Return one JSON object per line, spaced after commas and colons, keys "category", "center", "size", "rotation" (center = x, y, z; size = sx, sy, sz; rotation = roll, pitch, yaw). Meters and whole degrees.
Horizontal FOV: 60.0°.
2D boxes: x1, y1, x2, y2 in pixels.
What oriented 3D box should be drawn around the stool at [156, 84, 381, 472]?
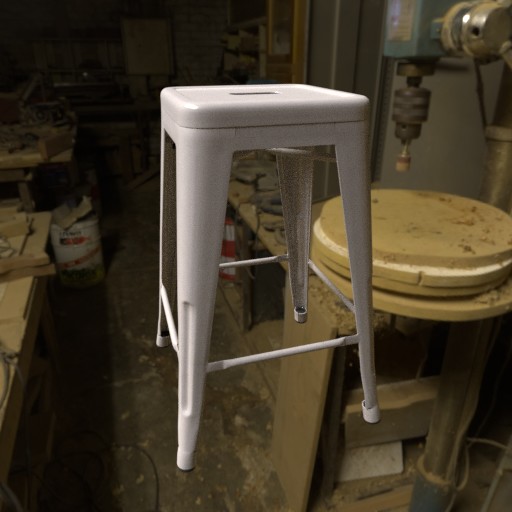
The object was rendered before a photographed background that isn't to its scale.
{"category": "stool", "center": [0.000, 0.000, 0.872], "size": [0.406, 0.610, 0.406], "rotation": [-7, 26, -15]}
